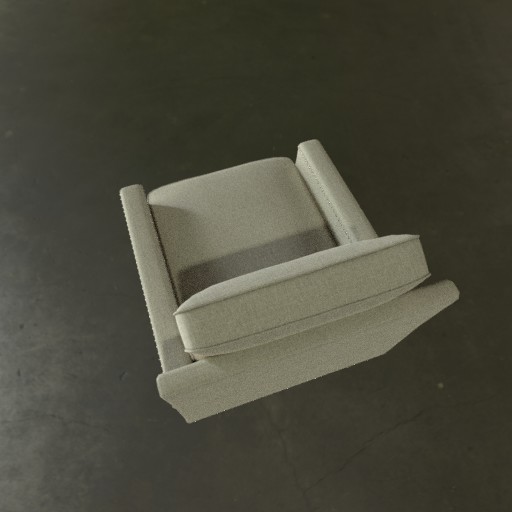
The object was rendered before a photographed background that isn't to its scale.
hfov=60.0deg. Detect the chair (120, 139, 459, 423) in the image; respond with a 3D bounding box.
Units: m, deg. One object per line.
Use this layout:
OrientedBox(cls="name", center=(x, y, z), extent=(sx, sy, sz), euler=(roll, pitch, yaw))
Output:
OrientedBox(cls="chair", center=(0.000, 0.000, 1.673), extent=(0.853, 0.943, 1.014), euler=(-16, 59, -10))
